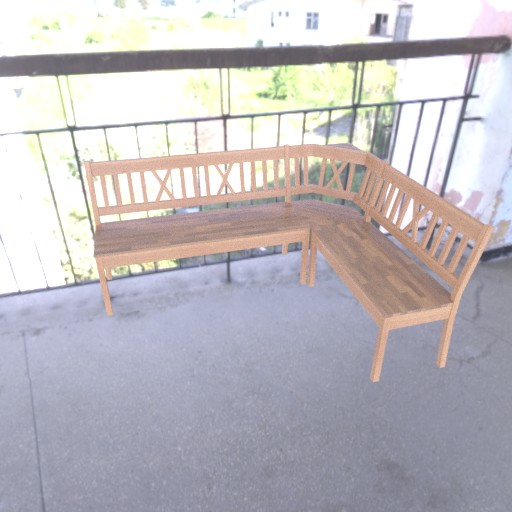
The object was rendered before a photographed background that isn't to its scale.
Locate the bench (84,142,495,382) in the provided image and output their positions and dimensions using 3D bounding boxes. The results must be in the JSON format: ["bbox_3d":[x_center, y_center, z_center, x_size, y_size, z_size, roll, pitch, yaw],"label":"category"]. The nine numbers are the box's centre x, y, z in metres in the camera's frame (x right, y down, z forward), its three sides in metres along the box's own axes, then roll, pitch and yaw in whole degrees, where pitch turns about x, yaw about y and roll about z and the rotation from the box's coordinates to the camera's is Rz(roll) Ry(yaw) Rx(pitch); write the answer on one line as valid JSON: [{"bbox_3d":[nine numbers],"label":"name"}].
[{"bbox_3d":[0.000,0.000,2.755,1.937,0.902,1.537,-8,32,-13],"label":"bench"}]
